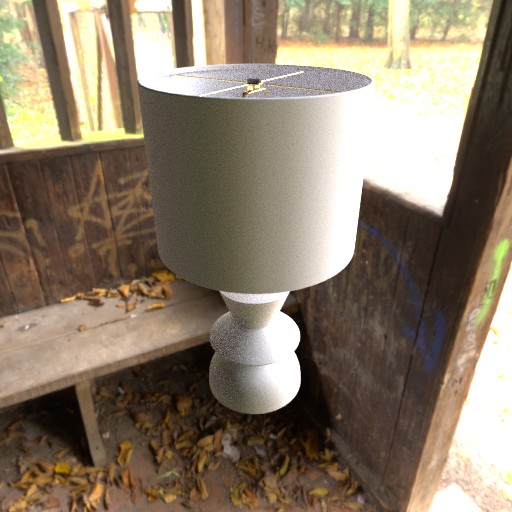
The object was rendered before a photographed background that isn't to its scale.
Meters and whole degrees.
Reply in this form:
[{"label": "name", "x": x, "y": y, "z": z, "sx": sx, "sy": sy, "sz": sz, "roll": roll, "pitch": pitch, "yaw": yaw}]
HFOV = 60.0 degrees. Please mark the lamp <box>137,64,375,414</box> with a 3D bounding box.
[{"label": "lamp", "x": 0.000, "y": 0.000, "z": 0.707, "sx": 0.301, "sy": 0.533, "sz": 0.301, "roll": 18, "pitch": 34, "yaw": 29}]
